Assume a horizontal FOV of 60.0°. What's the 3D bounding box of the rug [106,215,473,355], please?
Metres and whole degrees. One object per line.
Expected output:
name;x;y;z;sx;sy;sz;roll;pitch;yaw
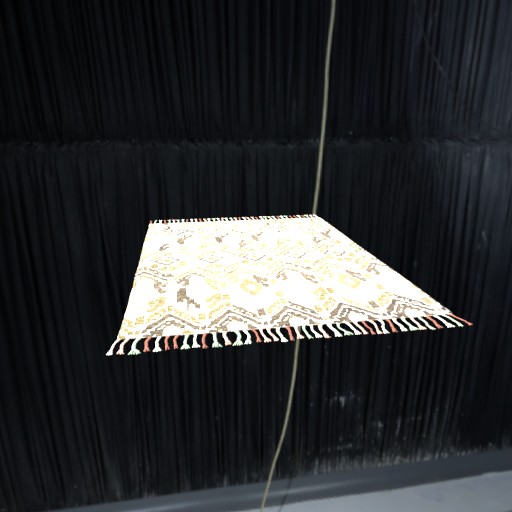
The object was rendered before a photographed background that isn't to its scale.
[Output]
rug;0.000;0.000;2.287;1.219;0.008;1.829;-3;18;-9
